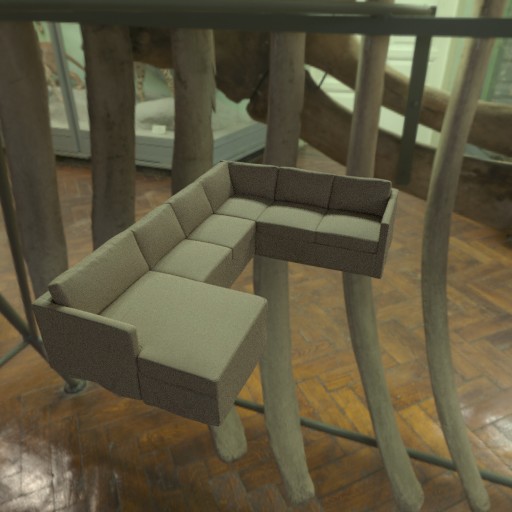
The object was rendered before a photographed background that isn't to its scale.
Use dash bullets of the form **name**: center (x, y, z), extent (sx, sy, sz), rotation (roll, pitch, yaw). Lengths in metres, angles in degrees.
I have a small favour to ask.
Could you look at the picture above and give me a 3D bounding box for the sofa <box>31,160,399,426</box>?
- **sofa**: center (0.000, 0.000, 4.582), extent (2.476, 0.878, 3.528), rotation (11, 33, 18)
